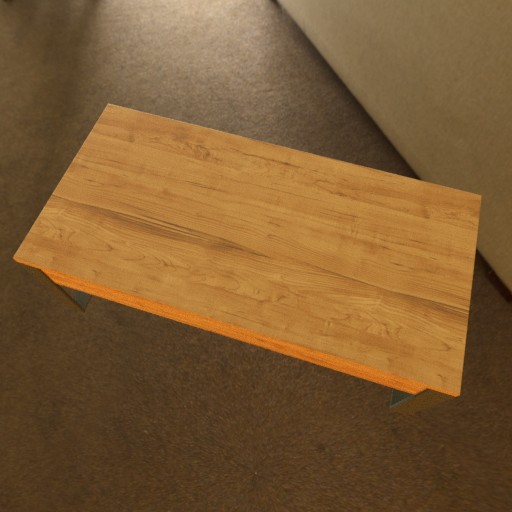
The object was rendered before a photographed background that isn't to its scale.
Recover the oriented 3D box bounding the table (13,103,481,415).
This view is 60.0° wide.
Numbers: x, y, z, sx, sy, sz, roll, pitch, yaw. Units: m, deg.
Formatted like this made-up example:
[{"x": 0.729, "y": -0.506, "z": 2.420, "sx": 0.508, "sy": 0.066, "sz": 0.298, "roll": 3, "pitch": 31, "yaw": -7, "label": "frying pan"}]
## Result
[{"x": 0.000, "y": 0.000, "z": 1.411, "sx": 1.180, "sy": 0.400, "sz": 0.590, "roll": 16, "pitch": 65, "yaw": 8, "label": "table"}]
